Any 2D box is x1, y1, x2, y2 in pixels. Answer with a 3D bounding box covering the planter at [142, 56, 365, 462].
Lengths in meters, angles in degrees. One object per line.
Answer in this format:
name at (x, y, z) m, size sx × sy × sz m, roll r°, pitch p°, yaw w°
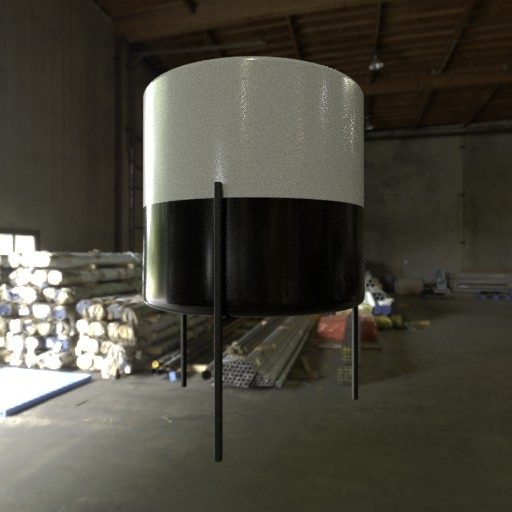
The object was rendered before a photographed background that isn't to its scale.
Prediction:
planter at (0.000, 0.000, 0.620) m, size 0.310 × 0.432 × 0.310 m, roll 0°, pitch 0°, yaw -2°
